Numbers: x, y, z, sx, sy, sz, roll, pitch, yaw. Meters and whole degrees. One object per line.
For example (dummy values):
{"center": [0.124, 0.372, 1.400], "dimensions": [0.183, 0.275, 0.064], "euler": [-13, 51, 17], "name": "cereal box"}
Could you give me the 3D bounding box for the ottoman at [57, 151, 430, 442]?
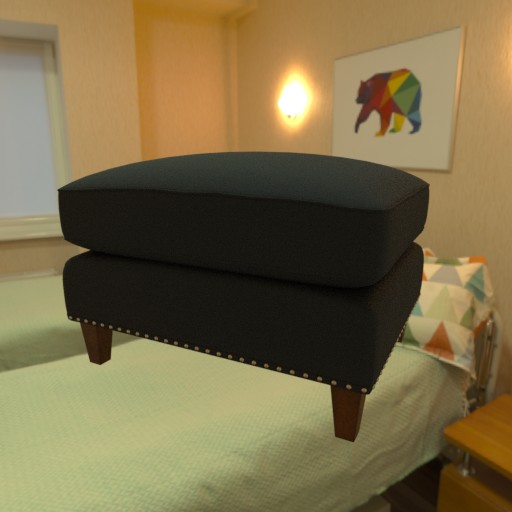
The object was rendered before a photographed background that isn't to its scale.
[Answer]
{"center": [0.000, 0.000, 1.117], "dimensions": [0.741, 0.513, 0.584], "euler": [7, 16, 27], "name": "ottoman"}
